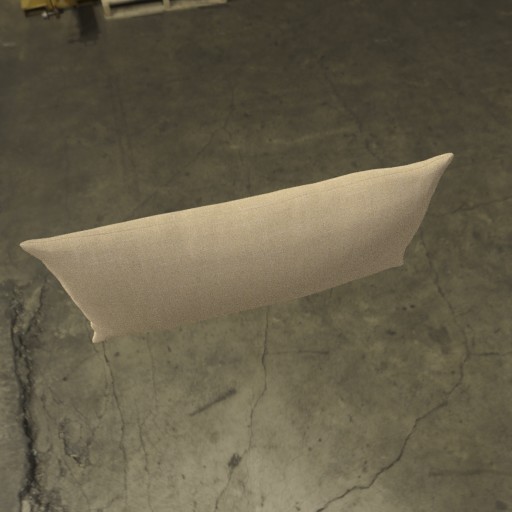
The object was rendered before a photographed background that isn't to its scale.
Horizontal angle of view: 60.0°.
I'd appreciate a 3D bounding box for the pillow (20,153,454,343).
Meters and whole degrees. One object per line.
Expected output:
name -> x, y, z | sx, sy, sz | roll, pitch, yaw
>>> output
pillow -> 0.000, 0.000, 0.719 | 0.612, 0.308, 0.148 | -13, 58, -9
